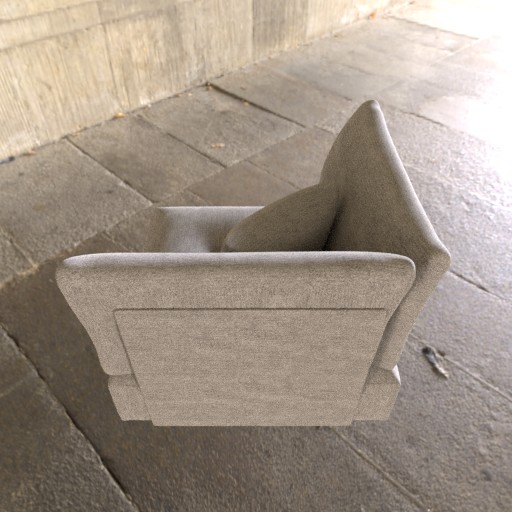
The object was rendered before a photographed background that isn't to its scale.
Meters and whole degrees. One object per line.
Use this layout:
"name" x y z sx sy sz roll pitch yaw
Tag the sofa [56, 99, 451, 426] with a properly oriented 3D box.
"sofa" 0.000 0.000 1.682 1.000 0.820 1.000 0 43 0
